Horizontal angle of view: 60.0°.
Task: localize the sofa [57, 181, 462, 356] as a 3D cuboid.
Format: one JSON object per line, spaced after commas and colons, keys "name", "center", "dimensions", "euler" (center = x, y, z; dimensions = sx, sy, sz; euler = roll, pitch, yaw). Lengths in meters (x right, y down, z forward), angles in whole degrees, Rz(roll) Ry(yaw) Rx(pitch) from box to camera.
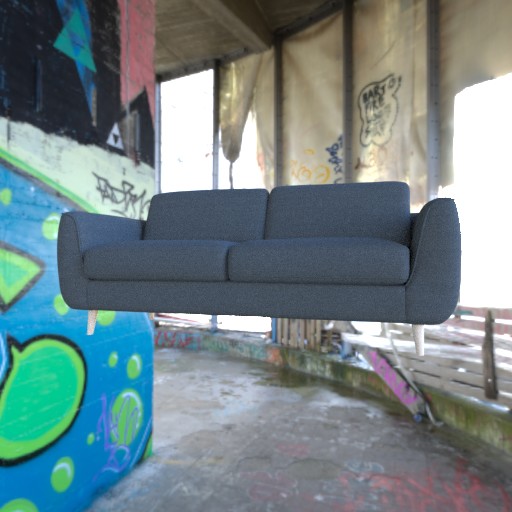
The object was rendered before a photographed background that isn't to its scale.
{"name": "sofa", "center": [0.000, 0.000, 2.445], "dimensions": [2.000, 0.850, 0.920], "euler": [0, 0, 18]}
